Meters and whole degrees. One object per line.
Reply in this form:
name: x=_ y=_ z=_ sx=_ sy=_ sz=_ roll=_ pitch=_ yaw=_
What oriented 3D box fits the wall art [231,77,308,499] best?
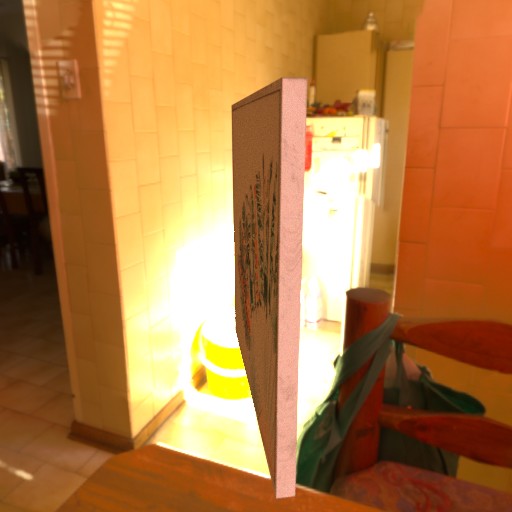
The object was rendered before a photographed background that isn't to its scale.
wall art: x=0.000 y=0.000 z=1.114 sx=0.038 sy=0.757 sz=0.760 roll=-2 pitch=16 yaw=-8
